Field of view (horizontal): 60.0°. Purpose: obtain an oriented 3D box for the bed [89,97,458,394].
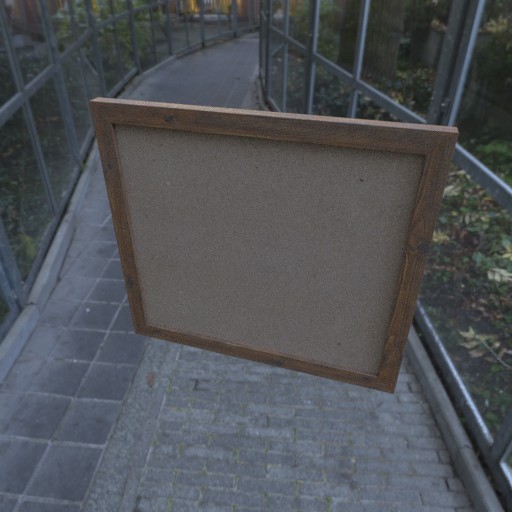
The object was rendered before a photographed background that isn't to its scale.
[{"bbox_3d":[0.000,0.000,1.480,1.046,0.942,0.046,10,34,15],"label":"bed"}]
